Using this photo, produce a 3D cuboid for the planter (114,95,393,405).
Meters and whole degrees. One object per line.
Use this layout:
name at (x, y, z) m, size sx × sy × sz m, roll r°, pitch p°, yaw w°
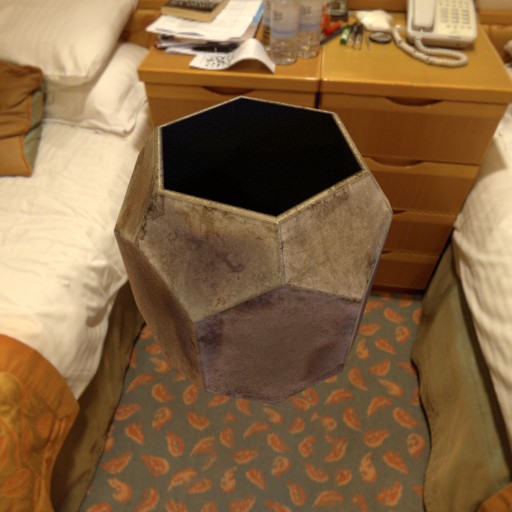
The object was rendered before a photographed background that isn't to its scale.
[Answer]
planter at (0.000, 0.000, 0.423) m, size 0.221 × 0.238 × 0.243 m, roll -30°, pitch 53°, yaw -26°
